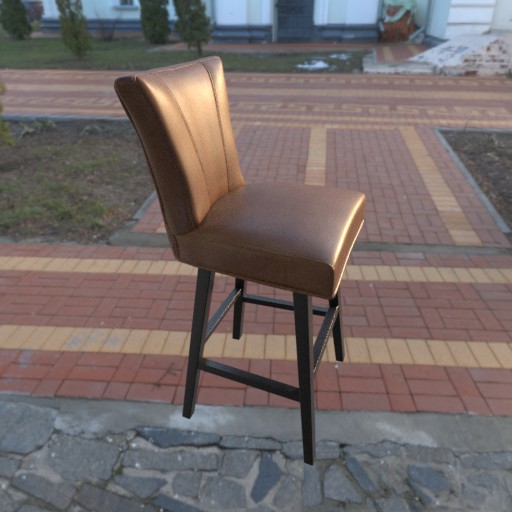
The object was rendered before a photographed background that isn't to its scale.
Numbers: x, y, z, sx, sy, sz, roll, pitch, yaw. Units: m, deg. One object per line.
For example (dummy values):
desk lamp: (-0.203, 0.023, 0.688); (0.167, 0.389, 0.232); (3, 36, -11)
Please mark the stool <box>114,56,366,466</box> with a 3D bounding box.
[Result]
stool: (0.000, 0.000, 1.388); (0.585, 1.094, 0.522); (10, 31, 18)
